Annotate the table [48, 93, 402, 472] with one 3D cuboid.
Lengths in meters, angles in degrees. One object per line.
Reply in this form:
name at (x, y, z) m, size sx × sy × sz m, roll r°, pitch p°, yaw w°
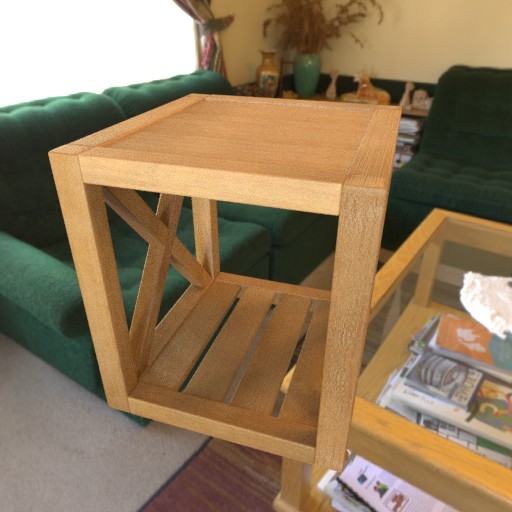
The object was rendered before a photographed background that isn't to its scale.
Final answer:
table at (0.000, 0.000, 1.042) m, size 0.558 × 0.610 × 0.559 m, roll 9°, pitch 31°, yaw 15°
